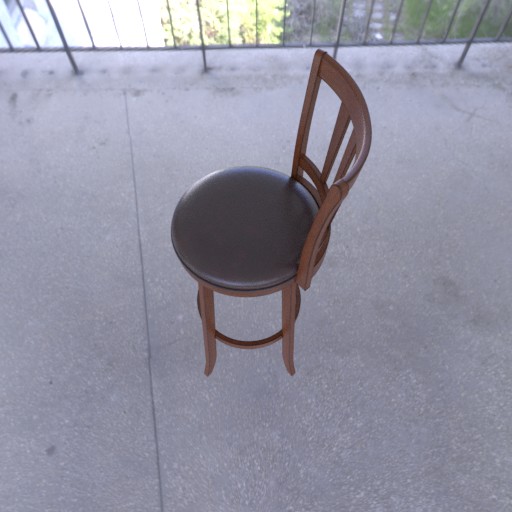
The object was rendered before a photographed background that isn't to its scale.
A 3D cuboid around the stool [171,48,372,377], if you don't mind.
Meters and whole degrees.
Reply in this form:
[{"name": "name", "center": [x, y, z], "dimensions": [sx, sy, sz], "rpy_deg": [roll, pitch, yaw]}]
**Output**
[{"name": "stool", "center": [0.000, 0.000, 1.455], "dimensions": [0.503, 1.177, 0.464], "rpy_deg": [0, 57, 0]}]
